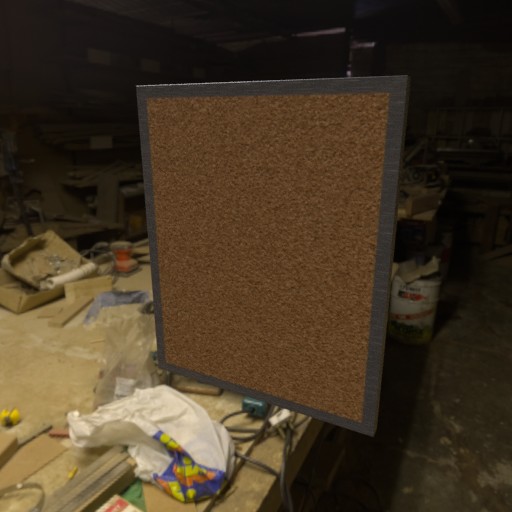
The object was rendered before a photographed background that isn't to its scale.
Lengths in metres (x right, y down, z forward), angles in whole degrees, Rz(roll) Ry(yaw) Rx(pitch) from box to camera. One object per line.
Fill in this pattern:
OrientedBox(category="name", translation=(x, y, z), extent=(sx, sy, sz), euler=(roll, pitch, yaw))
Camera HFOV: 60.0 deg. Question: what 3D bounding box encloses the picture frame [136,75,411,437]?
OrientedBox(category="picture frame", translation=(0.000, 0.000, 0.764), extent=(0.454, 0.559, 0.029), euler=(9, 20, 26))
